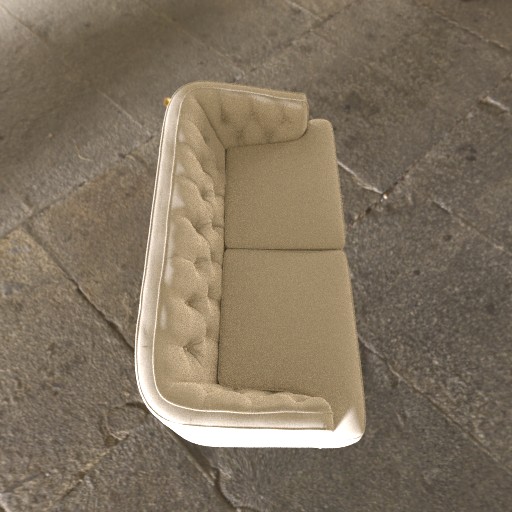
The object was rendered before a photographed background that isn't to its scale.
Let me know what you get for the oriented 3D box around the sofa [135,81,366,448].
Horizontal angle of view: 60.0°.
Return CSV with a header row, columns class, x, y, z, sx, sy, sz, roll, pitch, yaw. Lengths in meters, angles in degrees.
class,x,y,z,sx,sy,sz,roll,pitch,yaw
sofa,0.000,0.000,2.232,0.941,0.855,1.733,0,62,0
